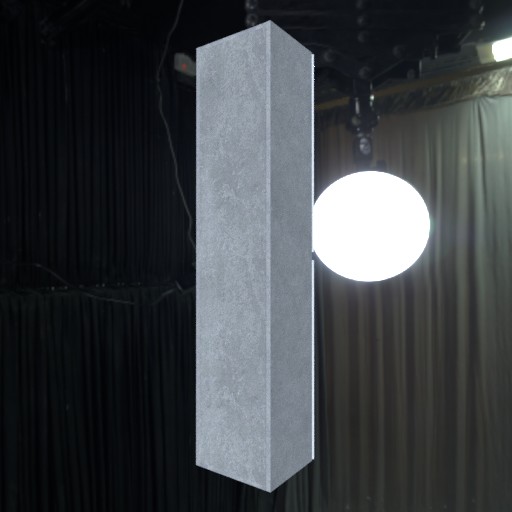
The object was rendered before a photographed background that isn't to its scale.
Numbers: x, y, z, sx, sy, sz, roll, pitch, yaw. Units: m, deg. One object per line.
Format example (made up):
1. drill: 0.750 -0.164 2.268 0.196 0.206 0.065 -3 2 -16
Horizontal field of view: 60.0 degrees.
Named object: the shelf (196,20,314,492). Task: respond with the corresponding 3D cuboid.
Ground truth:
1. shelf: 0.000 0.000 1.512 0.300 1.400 0.270 0 0 36
